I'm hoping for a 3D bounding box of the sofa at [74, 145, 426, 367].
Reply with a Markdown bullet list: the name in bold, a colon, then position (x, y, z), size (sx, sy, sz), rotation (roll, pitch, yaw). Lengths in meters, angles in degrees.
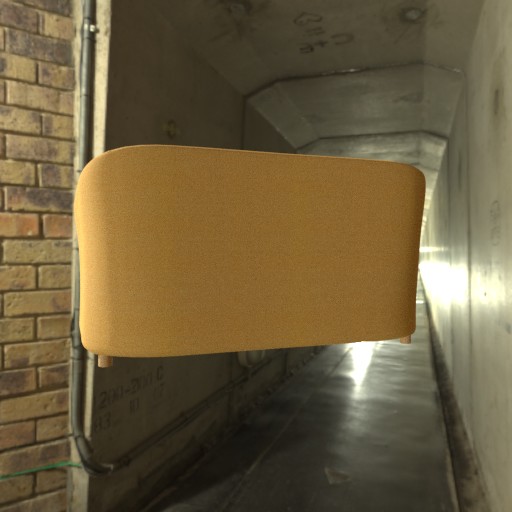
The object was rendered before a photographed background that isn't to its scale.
- **sofa**: position (0.000, 0.000, 1.843), size (1.452, 0.721, 0.705), rotation (0, 1, -18)
